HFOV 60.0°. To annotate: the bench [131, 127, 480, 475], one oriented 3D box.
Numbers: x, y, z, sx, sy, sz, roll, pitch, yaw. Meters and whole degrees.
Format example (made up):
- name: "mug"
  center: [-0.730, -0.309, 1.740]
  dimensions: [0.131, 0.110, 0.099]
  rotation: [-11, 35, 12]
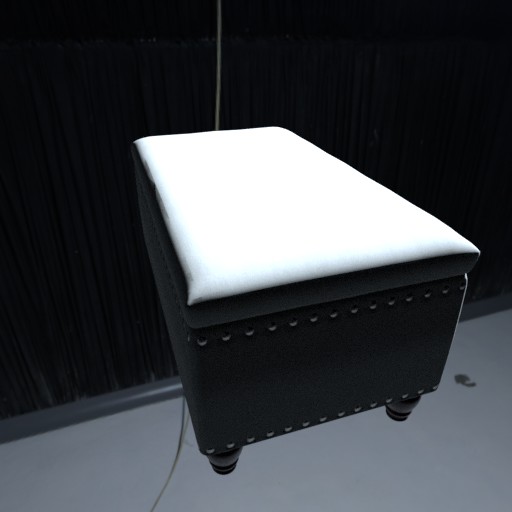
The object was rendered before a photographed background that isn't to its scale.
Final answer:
- name: "bench"
  center: [0.000, 0.000, 1.128]
  dimensions: [0.500, 0.449, 0.887]
  rotation: [-9, 30, -16]
